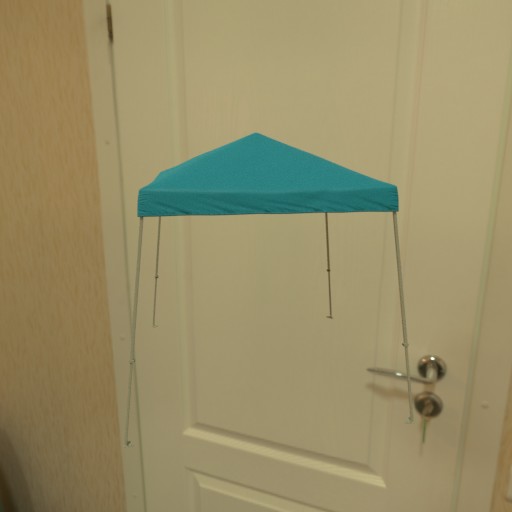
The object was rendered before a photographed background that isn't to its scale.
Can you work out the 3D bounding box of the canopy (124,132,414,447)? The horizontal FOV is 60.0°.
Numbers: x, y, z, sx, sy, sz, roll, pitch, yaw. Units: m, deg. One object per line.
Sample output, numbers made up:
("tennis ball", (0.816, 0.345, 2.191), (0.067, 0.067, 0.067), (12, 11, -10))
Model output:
("canopy", (0.000, 0.000, 6.702), (3.599, 3.600, 3.600), (-2, 14, -7))
